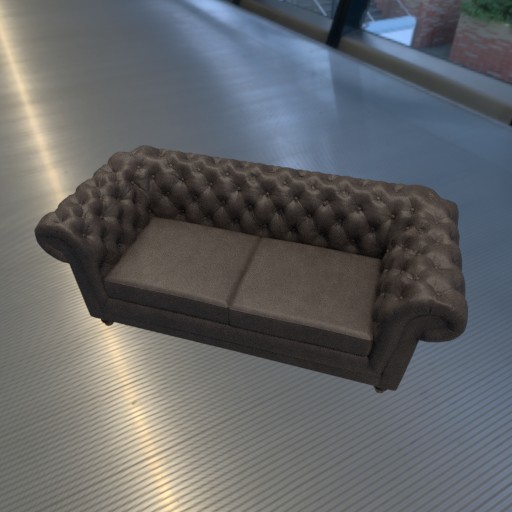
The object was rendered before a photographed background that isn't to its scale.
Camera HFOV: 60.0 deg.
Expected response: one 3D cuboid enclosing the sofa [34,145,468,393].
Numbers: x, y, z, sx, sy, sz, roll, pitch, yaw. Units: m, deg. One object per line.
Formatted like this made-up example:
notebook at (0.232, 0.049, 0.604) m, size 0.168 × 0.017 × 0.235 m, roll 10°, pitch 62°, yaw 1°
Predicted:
sofa at (0.000, 0.000, 2.490) m, size 2.048 × 0.779 × 0.944 m, roll 11°, pitch 43°, yaw 12°
